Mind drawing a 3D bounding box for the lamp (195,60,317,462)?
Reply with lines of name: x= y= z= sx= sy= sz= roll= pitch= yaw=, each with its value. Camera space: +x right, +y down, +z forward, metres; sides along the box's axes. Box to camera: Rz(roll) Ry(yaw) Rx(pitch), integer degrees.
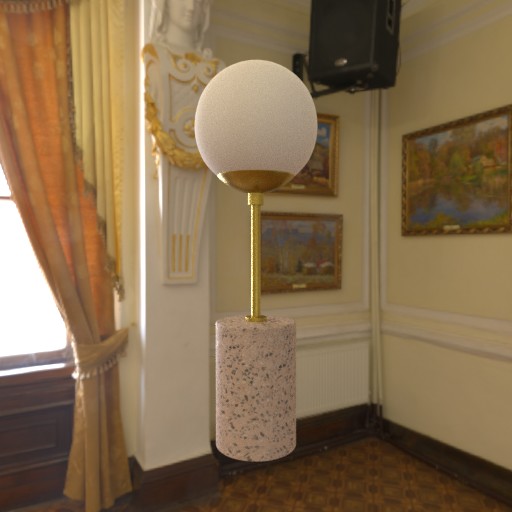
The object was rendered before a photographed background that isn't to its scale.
lamp: x=0.000 y=0.000 z=0.562 sx=0.153 sy=0.480 sz=0.153 roll=0 pitch=1 yaw=0
